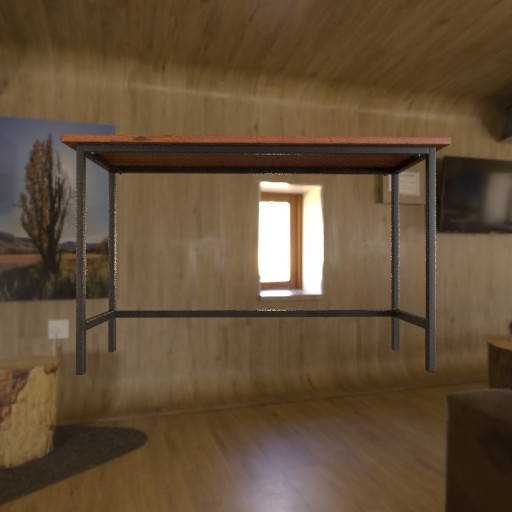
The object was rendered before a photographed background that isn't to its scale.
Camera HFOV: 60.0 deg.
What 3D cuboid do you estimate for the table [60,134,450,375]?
[{"bbox_3d":[0.000,0.000,1.568,1.204,0.740,0.408,0,0,-2],"label":"table"}]
